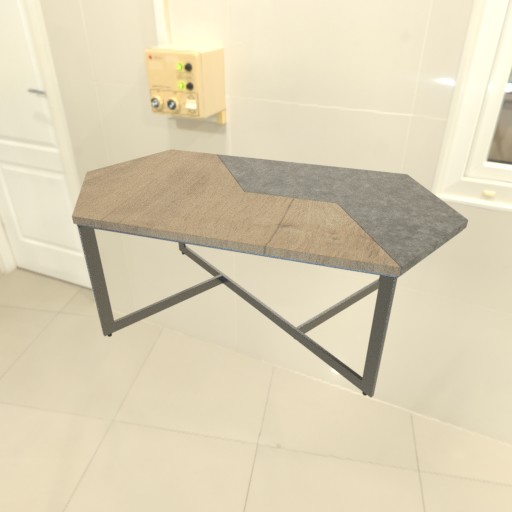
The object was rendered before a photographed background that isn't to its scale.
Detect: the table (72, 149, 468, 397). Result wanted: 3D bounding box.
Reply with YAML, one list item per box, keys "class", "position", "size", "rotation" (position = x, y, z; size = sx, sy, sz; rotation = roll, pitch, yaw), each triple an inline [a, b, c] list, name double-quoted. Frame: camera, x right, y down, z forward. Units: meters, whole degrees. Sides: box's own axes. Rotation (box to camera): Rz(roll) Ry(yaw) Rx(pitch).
- class: "table"
  position: [0.000, 0.000, 1.489]
  size: [1.219, 0.457, 0.609]
  rotation: [9, 33, 15]
